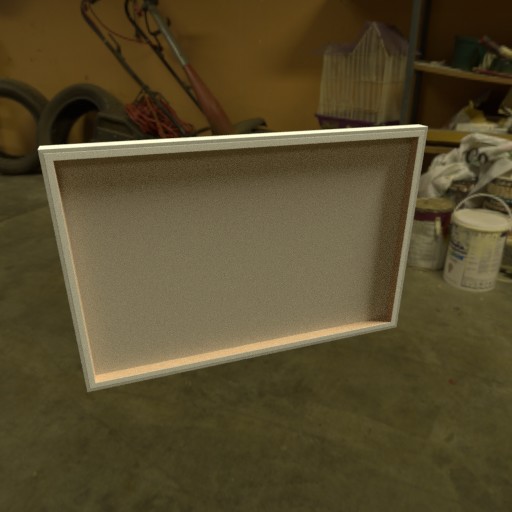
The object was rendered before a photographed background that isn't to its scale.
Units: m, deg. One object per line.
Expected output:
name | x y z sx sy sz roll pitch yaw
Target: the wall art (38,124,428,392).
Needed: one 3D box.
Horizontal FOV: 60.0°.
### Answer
wall art | 0.000 0.000 1.145 0.915 0.610 0.038 -8 26 -17
